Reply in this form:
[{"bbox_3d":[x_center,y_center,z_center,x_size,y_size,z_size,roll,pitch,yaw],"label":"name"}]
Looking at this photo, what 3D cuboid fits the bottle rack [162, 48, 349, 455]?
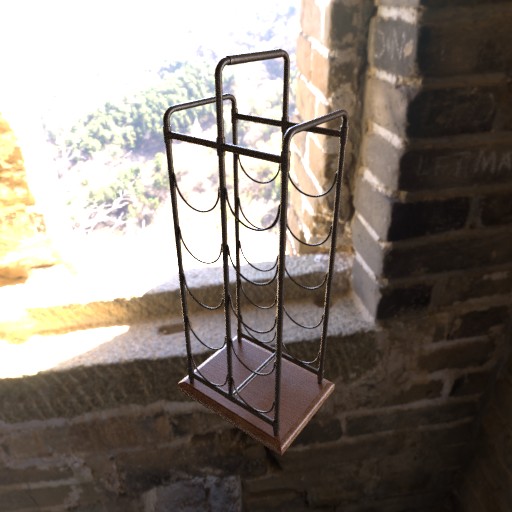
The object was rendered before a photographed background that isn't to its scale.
[{"bbox_3d":[0.000,0.000,0.809,0.276,0.680,0.208,21,36,32],"label":"bottle rack"}]
